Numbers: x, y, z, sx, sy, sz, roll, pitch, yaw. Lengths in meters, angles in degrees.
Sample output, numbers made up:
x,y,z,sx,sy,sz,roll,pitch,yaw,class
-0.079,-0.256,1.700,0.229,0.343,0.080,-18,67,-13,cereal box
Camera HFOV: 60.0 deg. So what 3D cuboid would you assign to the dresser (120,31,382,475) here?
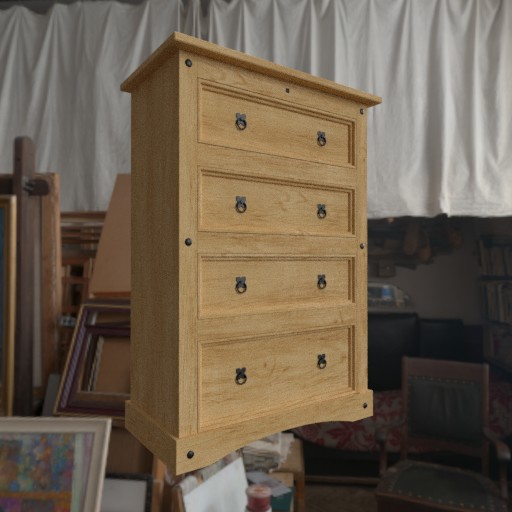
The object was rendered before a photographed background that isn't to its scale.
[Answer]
x,y,z,sx,sy,sz,roll,pitch,yaw,class
0.000,0.000,1.734,0.915,1.300,0.485,0,0,-35,dresser
